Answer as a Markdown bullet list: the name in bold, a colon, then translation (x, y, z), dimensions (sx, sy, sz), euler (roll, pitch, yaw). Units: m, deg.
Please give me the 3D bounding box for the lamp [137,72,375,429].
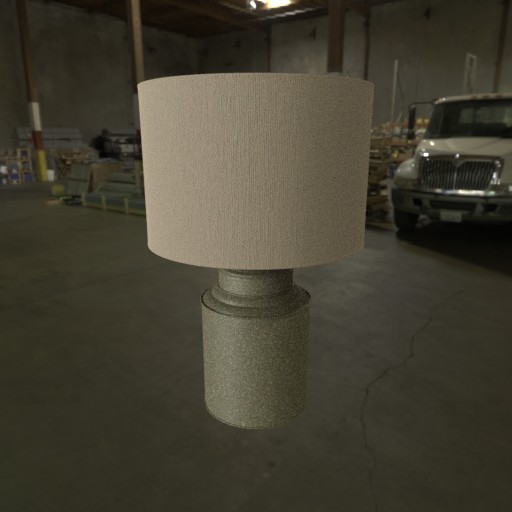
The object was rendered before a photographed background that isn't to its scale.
- **lamp**: translation (0.000, 0.000, 0.676), dimensions (0.318, 0.486, 0.318), euler (0, 15, 0)
